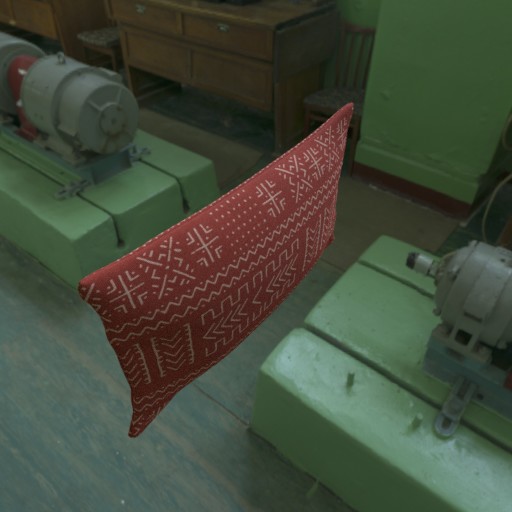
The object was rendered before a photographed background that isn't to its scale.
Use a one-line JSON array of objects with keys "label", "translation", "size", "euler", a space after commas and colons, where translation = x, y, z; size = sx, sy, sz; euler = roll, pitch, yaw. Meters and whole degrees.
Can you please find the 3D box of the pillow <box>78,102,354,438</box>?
[{"label": "pillow", "translation": [0.000, 0.000, 0.785], "size": [0.130, 0.352, 0.640], "euler": [27, 48, 27]}]
